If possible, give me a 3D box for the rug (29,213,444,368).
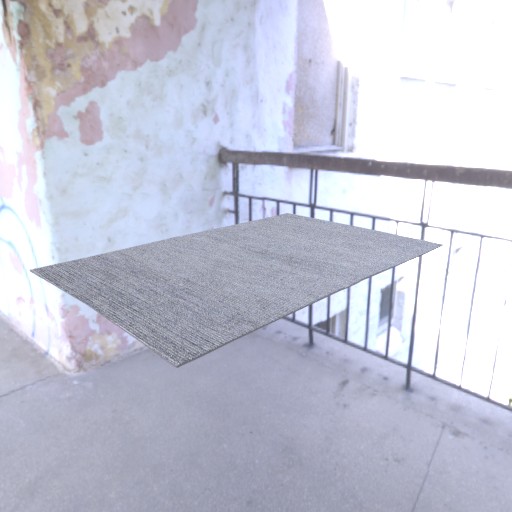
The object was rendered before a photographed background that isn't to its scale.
[{"bbox_3d":[0.000,0.000,2.242,1.789,0.021,1.159,-16,24,-42],"label":"rug"}]
